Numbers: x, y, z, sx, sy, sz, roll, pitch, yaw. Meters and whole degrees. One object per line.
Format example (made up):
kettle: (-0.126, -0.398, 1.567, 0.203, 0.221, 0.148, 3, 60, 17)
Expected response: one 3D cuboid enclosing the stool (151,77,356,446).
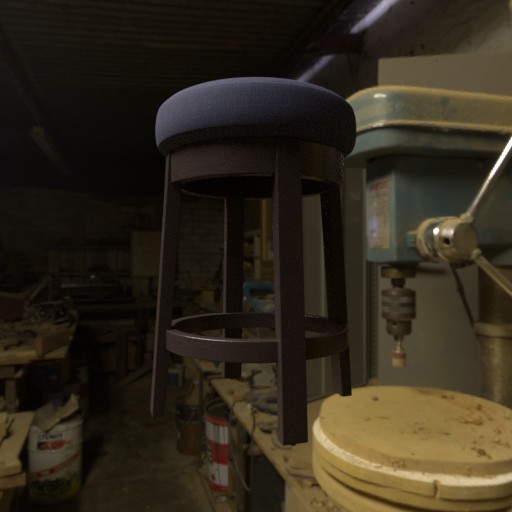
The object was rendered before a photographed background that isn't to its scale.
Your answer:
stool: (0.000, 0.000, 0.972, 0.449, 0.655, 0.449, 0, 0, 0)
